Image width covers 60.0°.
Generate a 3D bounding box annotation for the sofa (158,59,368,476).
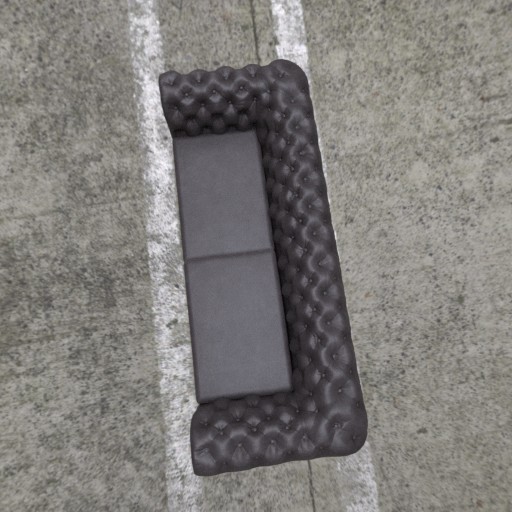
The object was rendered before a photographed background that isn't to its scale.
[{"bbox_3d":[0.000,0.000,2.829,0.944,0.783,2.385,-7,77,-2],"label":"sofa"}]
